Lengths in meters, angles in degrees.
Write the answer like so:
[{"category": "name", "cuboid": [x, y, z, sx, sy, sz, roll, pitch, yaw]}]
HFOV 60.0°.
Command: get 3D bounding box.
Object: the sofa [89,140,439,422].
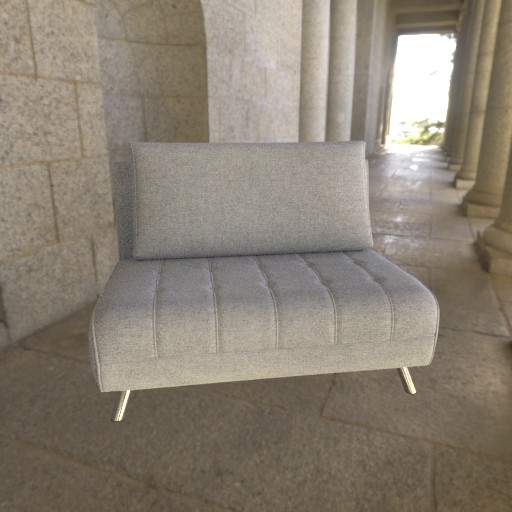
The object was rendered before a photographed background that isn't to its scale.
[{"category": "sofa", "cuboid": [0.000, 0.000, 1.852, 1.220, 0.910, 0.910, -3, 17, -8]}]
